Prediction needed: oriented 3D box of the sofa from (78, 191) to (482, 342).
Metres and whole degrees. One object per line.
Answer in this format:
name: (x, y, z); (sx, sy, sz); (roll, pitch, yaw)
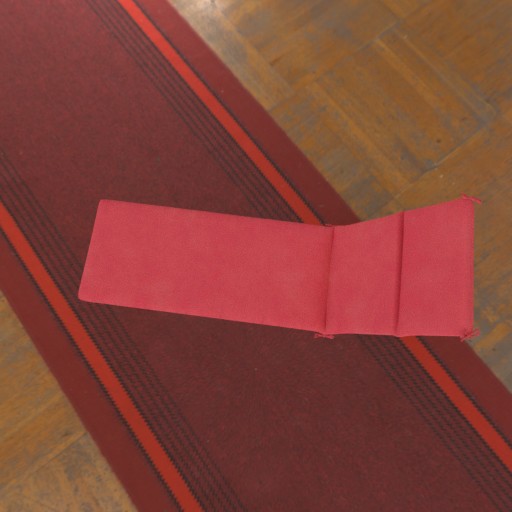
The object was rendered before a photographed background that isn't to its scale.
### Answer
sofa: (0.000, 0.000, 1.915); (1.663, 0.622, 0.582); (7, 76, 2)
